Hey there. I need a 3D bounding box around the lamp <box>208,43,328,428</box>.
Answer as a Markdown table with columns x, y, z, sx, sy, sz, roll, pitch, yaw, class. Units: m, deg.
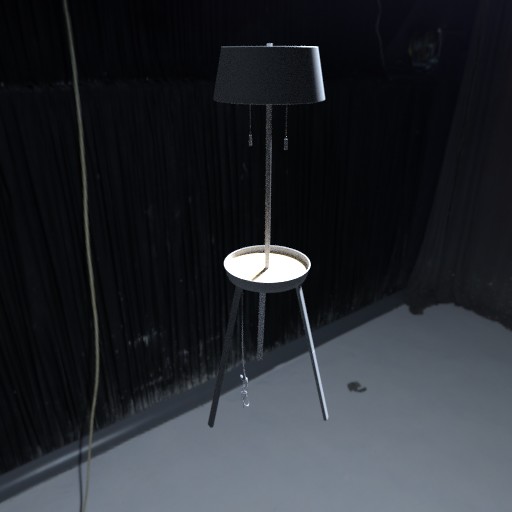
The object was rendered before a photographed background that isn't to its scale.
| x | y | z | sx | sy | sz | roll | pitch | yaw | class |
| --- | --- | --- | --- | --- | --- | --- | --- | --- | --- |
| 0.000 | 0.000 | 1.652 | 0.468 | 1.429 | 0.508 | -16 | 29 | -32 | lamp |
